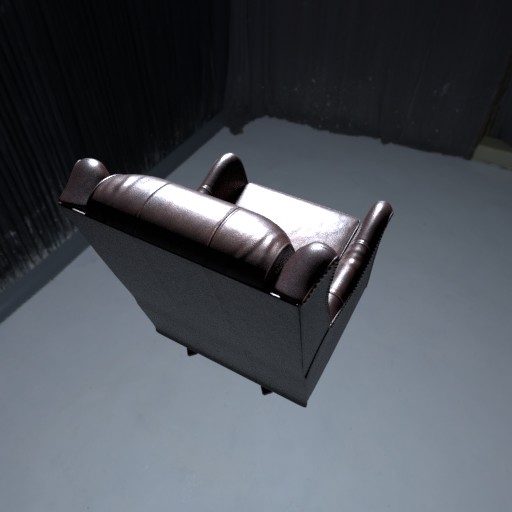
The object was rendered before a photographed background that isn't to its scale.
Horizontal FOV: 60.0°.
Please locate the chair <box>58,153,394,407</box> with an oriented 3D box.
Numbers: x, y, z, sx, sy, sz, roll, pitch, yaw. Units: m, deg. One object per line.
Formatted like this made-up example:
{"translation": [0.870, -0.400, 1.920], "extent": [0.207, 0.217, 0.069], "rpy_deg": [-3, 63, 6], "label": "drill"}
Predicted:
{"translation": [0.000, 0.000, 1.829], "extent": [0.869, 1.084, 1.008], "rpy_deg": [22, 49, 20], "label": "chair"}
